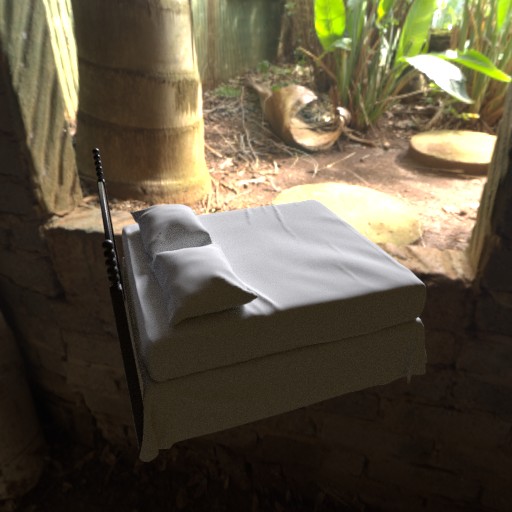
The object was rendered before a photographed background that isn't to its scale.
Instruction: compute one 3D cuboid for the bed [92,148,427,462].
[{"bbox_3d":[0.000,0.000,3.244,2.040,1.356,1.873,-10,30,-17],"label":"bed"}]
